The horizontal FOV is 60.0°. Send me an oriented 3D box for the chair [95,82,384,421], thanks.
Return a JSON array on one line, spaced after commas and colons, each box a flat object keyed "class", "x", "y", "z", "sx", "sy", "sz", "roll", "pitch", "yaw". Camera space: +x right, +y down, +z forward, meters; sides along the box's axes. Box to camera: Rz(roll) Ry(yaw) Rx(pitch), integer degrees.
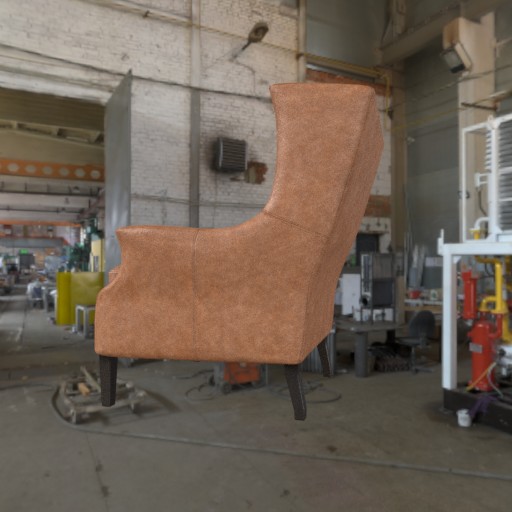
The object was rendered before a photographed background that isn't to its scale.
[{"class": "chair", "x": 0.000, "y": 0.000, "z": 1.706, "sx": 0.926, "sy": 1.016, "sz": 0.853, "roll": 0, "pitch": 0, "yaw": 18}]
